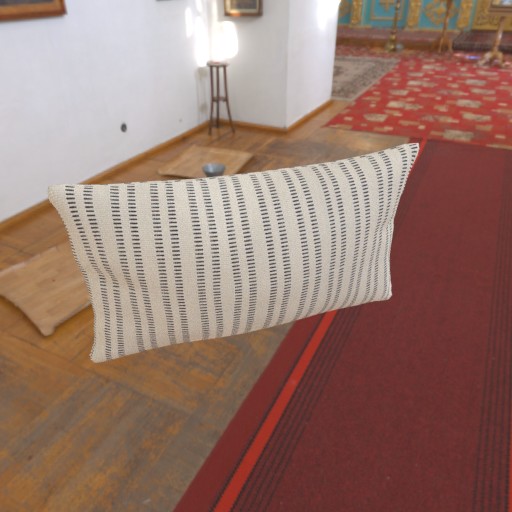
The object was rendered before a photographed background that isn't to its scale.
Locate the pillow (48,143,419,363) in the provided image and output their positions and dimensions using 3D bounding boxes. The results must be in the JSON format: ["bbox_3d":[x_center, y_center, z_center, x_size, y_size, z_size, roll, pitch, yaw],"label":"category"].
[{"bbox_3d":[0.000,0.000,0.807,0.640,0.353,0.210,-10,33,-16],"label":"pillow"}]
